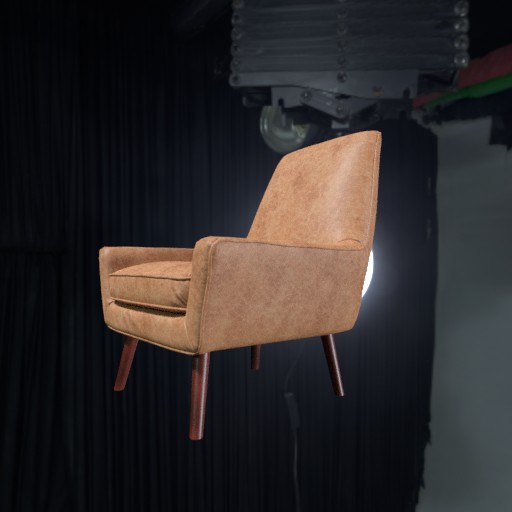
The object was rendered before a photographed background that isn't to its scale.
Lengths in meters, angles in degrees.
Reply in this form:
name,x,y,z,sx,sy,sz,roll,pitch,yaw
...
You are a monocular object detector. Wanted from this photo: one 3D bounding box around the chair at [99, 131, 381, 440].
name,x,y,z,sx,sy,sz,roll,pitch,yaw
chair,0.000,0.000,1.492,0.851,0.883,0.753,1,-2,-37
